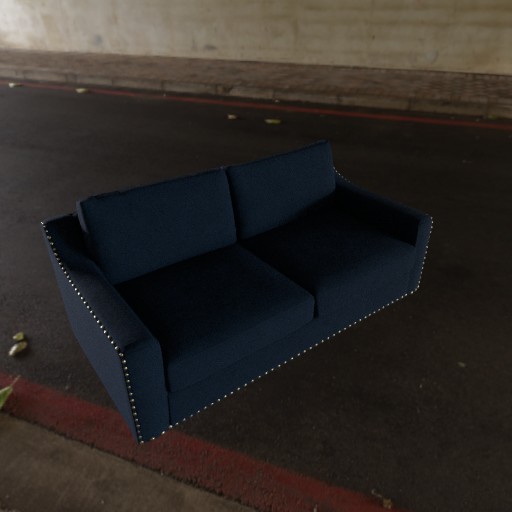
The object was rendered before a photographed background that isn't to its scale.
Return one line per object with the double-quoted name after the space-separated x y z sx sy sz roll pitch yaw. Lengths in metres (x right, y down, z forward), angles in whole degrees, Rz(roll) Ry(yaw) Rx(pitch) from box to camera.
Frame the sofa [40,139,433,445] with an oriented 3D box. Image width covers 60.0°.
0.000 0.000 2.729 2.107 0.983 1.104 -21 37 -31 "sofa"
